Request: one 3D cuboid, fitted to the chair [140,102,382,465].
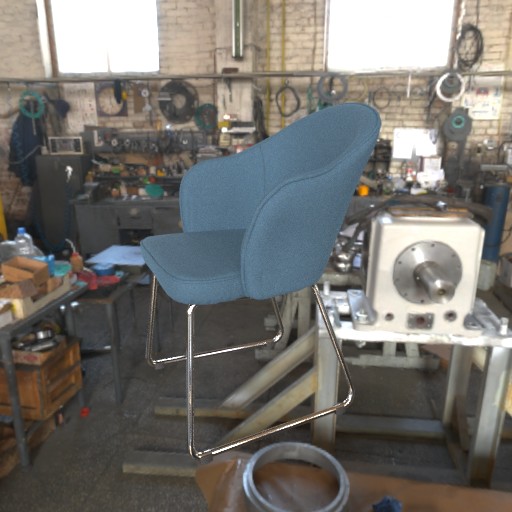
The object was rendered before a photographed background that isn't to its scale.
[{"bbox_3d":[0.000,0.000,1.225,0.585,0.815,0.570,-7,18,-24],"label":"chair"}]
